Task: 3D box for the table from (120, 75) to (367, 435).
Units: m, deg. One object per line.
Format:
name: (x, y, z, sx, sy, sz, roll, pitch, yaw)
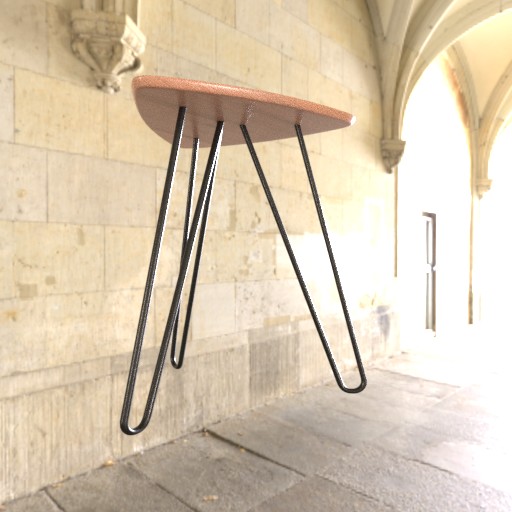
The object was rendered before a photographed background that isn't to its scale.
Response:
table: (0.000, 0.000, 0.903, 0.455, 0.564, 0.442, 0, 1, 0)
